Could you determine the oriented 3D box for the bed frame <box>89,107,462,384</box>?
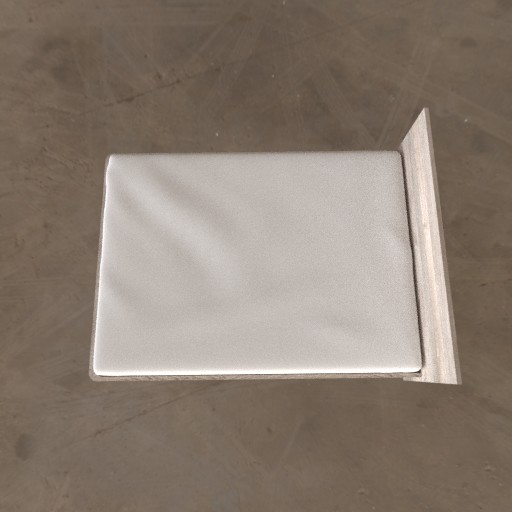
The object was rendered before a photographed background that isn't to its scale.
[{"bbox_3d":[0.000,0.000,2.685,1.950,0.800,1.490,-1,76,0],"label":"bed frame"}]
